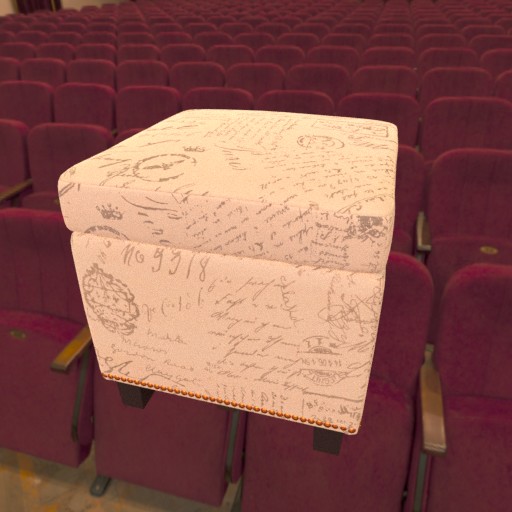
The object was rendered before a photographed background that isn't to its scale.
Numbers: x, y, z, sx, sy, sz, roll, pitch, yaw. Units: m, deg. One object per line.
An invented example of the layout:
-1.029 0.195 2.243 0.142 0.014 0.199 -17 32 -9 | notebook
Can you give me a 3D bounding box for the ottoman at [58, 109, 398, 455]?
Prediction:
0.000 0.000 0.818 0.449 0.457 0.450 8 31 14 | ottoman
